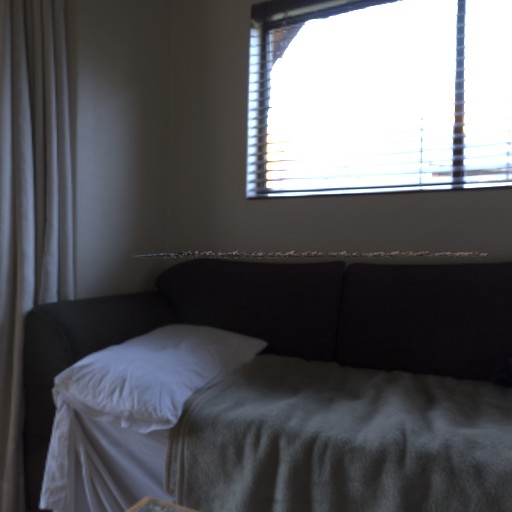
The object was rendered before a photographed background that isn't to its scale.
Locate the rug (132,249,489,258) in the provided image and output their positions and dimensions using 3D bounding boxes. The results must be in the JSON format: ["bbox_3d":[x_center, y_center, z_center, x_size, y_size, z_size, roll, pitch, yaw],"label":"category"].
[{"bbox_3d":[0.000,0.000,2.366,1.181,0.028,1.936,0,0,-19],"label":"rug"}]
